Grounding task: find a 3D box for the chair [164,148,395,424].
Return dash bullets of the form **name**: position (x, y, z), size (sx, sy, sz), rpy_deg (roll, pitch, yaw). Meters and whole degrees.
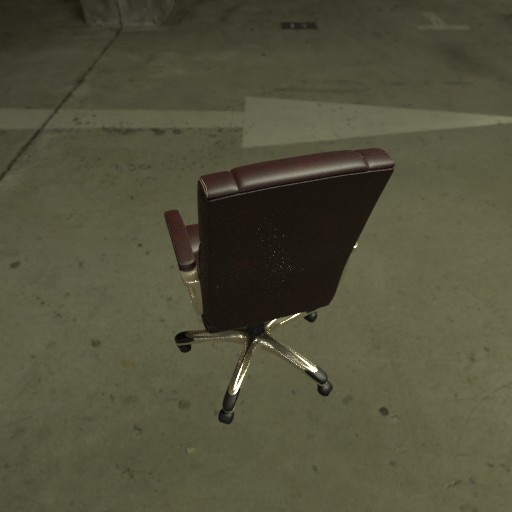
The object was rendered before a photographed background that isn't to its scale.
- **chair**: position (0.000, 0.000, 1.572), size (0.662, 1.107, 0.739), rpy_deg (-12, 43, -13)
